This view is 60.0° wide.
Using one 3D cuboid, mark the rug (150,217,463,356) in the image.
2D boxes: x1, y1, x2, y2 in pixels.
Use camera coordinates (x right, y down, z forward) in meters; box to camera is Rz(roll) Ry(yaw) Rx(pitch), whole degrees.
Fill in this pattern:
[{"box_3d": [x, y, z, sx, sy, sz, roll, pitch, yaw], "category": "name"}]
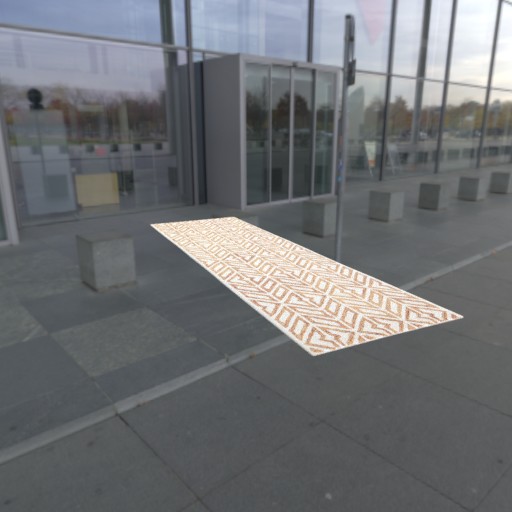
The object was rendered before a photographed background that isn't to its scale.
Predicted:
[{"box_3d": [0.000, 0.000, 2.750, 0.750, 0.009, 2.435, -8, 18, -25], "category": "rug"}]
